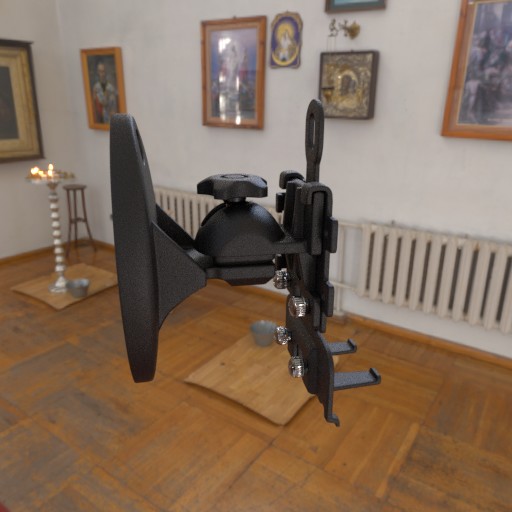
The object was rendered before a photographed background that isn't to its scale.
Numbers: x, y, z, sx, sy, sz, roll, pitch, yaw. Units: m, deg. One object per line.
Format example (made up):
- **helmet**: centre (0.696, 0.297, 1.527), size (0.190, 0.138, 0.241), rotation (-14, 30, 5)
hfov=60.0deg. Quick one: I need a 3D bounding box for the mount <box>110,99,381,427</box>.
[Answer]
- **mount**: centre (0.000, 0.000, 0.176), size (0.100, 0.118, 0.066), rotation (-3, 18, -10)
